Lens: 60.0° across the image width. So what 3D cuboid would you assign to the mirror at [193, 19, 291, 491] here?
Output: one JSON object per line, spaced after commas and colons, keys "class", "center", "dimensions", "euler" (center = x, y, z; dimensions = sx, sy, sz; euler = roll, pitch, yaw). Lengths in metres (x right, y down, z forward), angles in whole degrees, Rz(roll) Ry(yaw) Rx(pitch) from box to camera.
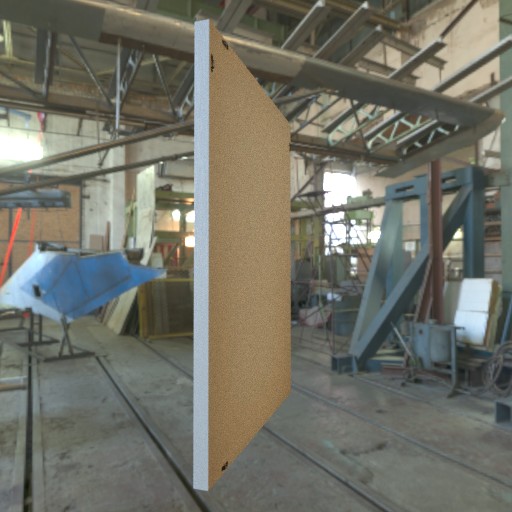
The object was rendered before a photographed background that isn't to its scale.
{"class": "mirror", "center": [0.000, 0.000, 1.321], "dimensions": [0.040, 1.016, 0.762], "euler": [0, -1, 18]}
